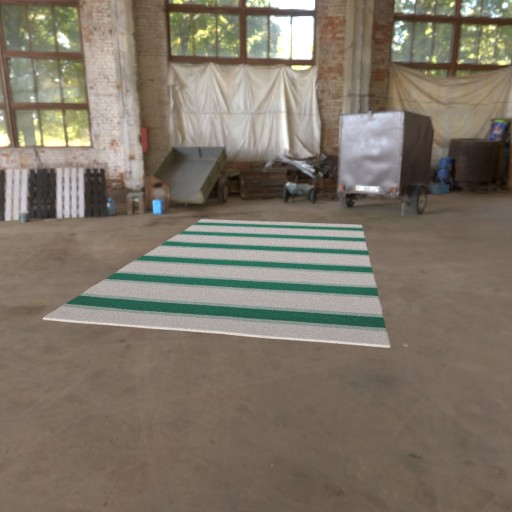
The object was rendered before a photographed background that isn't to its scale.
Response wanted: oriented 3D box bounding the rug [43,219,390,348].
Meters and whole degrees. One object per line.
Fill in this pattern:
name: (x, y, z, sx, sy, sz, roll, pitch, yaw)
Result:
rug: (0.000, 0.000, 3.021, 1.521, 0.015, 2.436, 3, 16, 10)
